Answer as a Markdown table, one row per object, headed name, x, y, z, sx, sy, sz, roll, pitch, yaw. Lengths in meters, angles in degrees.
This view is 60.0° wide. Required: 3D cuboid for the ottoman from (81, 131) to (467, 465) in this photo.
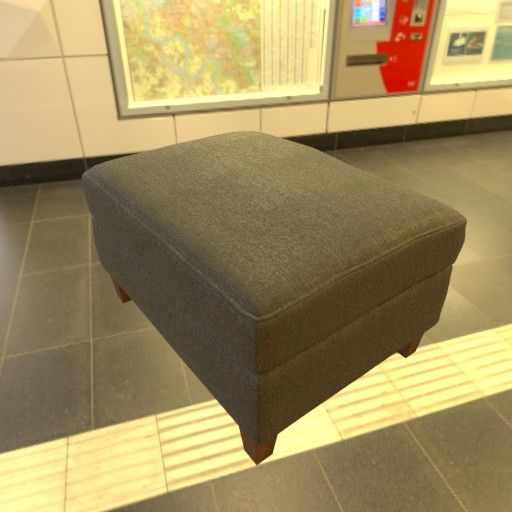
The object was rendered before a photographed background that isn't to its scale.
| name | x | y | z | sx | sy | sz | roll | pitch | yaw |
| --- | --- | --- | --- | --- | --- | --- | --- | --- | --- |
| ottoman | 0.000 | 0.000 | 1.212 | 0.639 | 0.496 | 0.826 | -22 | 39 | -31 |
